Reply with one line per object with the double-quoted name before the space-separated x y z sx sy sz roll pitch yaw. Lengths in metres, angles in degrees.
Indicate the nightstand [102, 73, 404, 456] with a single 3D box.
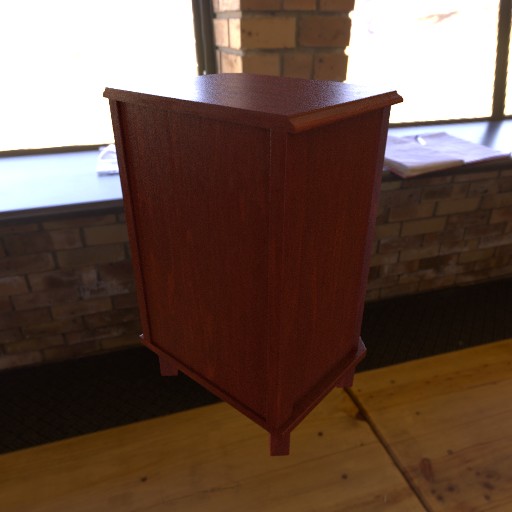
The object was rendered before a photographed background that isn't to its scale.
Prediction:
"nightstand" 0.000 0.000 0.948 0.435 0.681 0.351 22 35 35
